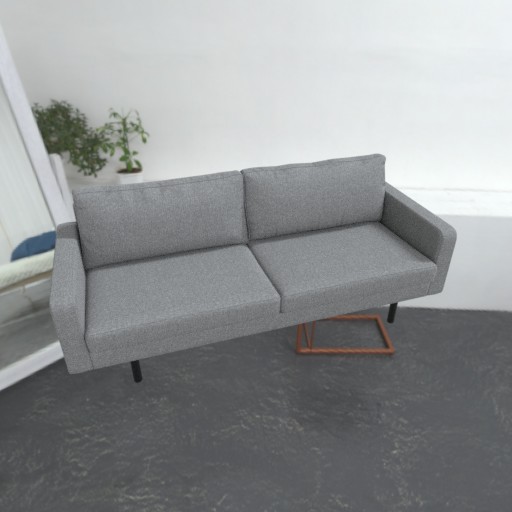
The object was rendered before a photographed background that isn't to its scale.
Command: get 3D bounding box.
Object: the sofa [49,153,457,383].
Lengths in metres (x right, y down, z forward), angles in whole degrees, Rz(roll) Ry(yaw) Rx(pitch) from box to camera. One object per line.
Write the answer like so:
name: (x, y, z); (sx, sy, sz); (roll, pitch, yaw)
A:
sofa: (0.000, 0.000, 2.668); (2.200, 0.880, 0.880); (-10, 33, -15)
